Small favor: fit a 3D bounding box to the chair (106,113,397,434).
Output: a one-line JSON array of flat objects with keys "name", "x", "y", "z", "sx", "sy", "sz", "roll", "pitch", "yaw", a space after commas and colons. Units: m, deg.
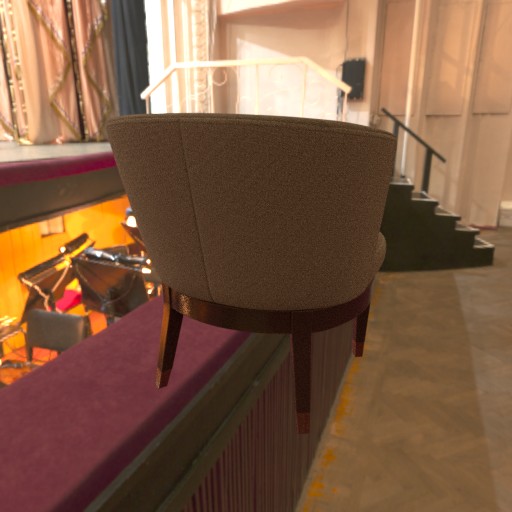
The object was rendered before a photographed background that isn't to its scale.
[{"name": "chair", "x": 0.000, "y": 0.000, "z": 1.240, "sx": 0.700, "sy": 0.760, "sz": 0.660, "roll": 9, "pitch": 20, "yaw": 25}]
